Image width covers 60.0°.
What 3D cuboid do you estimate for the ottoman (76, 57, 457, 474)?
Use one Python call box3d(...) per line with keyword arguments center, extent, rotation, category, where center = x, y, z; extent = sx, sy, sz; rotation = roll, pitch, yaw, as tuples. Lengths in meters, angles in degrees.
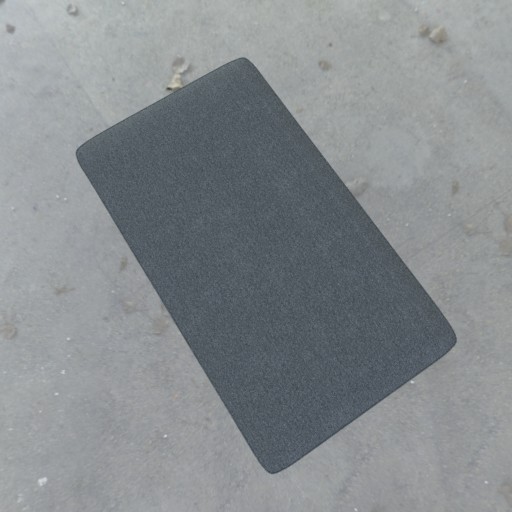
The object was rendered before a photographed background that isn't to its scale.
box3d(center=(0.000, 0.000, 1.542), extent=(0.681, 0.494, 1.173), rotation=(-32, 78, -8), category="ottoman")
